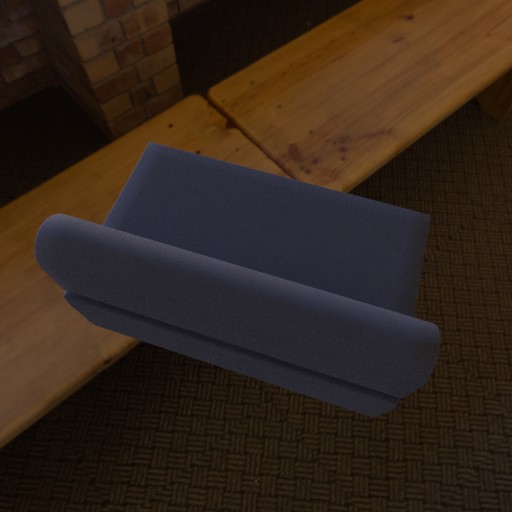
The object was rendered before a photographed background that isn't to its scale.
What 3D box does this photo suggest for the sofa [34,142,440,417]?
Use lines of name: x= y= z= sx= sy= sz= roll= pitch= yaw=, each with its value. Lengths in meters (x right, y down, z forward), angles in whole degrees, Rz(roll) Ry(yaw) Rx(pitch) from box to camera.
sofa: x=0.000 y=0.000 z=1.669 sx=1.219 sy=0.660 sz=0.762 roll=16 pitch=64 yaw=8
